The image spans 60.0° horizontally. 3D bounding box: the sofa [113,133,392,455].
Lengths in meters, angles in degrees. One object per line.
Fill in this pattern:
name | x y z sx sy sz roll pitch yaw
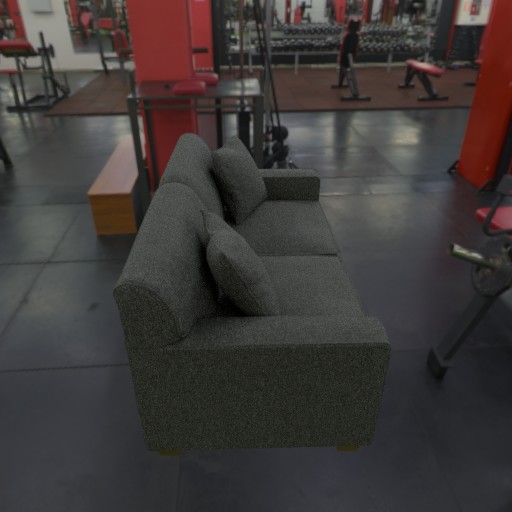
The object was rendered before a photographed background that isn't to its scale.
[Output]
sofa | 0.000 0.000 2.433 0.998 0.958 1.846 -1 31 -1
